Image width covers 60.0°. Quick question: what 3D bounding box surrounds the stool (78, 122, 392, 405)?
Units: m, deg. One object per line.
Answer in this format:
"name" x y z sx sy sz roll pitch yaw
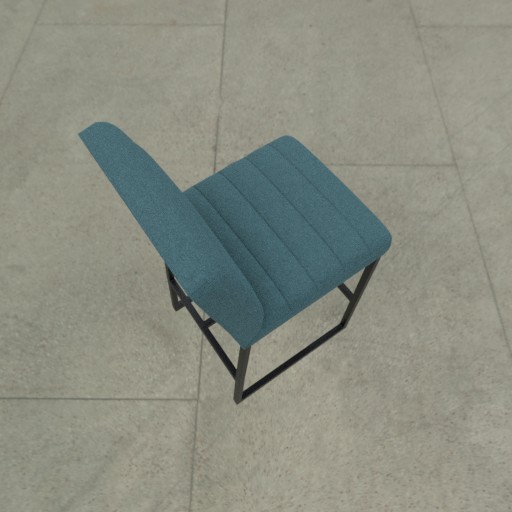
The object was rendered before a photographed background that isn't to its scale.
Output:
"stool" 0.000 0.000 1.256 0.560 0.940 0.460 -31 64 -17
